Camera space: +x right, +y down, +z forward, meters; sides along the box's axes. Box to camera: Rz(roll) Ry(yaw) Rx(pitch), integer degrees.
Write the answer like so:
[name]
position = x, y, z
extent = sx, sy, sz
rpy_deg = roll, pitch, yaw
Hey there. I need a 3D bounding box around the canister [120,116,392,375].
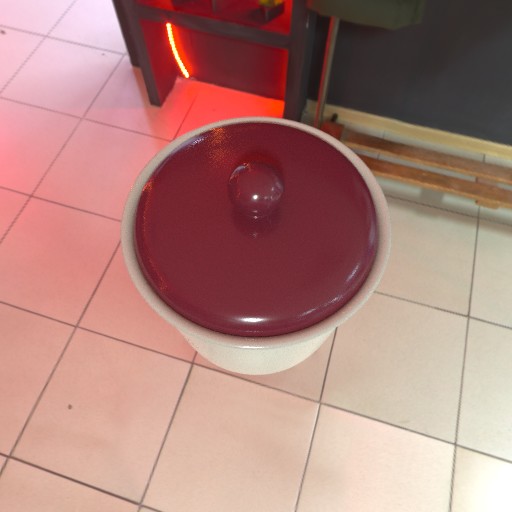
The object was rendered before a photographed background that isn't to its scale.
[canister]
position = 0.000, 0.000, 0.351
extent = 0.182, 0.208, 0.182
rpy_deg = 0, 63, 0
